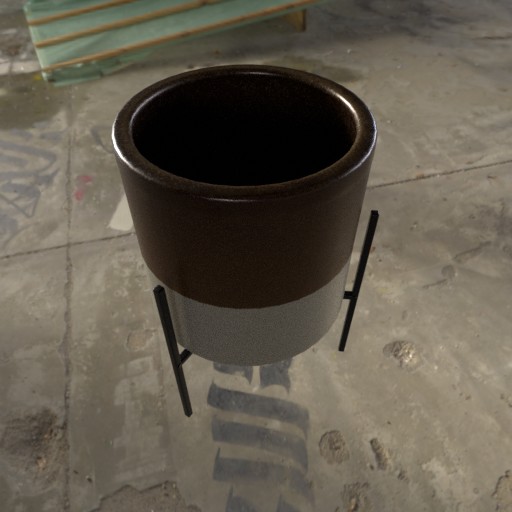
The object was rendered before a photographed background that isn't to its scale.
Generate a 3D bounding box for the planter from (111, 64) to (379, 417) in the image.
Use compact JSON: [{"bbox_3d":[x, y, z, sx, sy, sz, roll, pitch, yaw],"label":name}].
[{"bbox_3d":[0.000,0.000,0.549,0.269,0.375,0.255,3,46,3],"label":"planter"}]
